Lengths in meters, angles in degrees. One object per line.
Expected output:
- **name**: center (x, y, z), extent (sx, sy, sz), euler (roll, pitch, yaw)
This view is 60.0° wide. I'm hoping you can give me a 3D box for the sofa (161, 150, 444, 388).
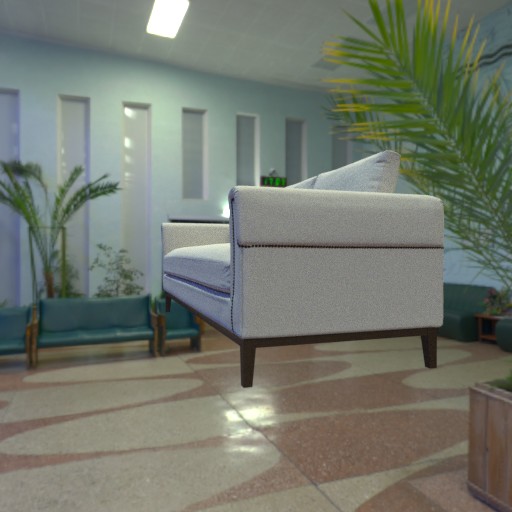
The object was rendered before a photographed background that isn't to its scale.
- **sofa**: center (0.000, 0.000, 2.692), extent (0.902, 0.911, 2.198), euler (0, 0, -19)
